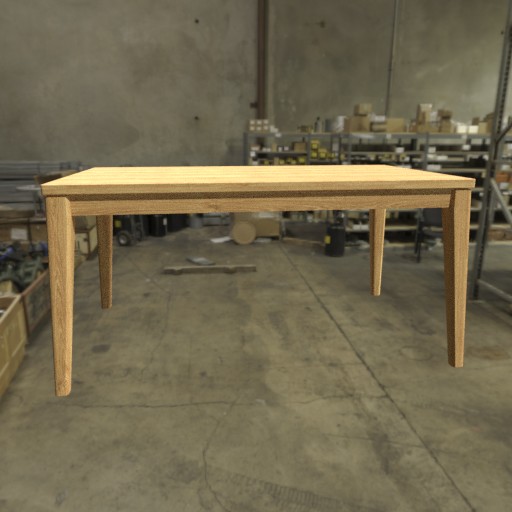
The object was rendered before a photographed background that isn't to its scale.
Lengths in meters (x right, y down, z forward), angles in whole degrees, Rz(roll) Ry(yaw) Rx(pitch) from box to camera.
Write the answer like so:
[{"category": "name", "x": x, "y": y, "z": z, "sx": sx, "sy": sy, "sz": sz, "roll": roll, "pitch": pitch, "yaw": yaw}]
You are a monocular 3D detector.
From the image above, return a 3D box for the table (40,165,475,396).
[{"category": "table", "x": 0.000, "y": 0.000, "z": 2.045, "sx": 1.600, "sy": 0.760, "sz": 0.900, "roll": -2, "pitch": 15, "yaw": -7}]
